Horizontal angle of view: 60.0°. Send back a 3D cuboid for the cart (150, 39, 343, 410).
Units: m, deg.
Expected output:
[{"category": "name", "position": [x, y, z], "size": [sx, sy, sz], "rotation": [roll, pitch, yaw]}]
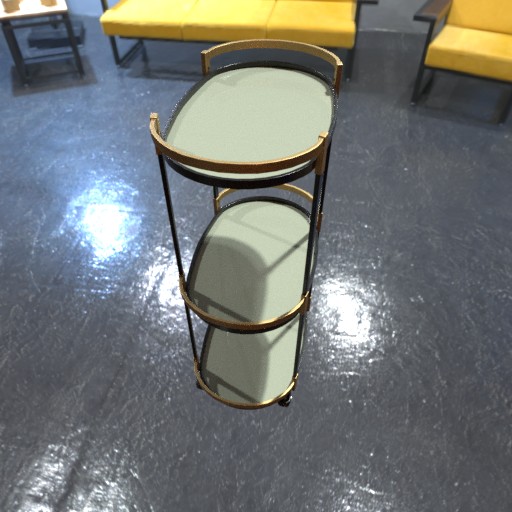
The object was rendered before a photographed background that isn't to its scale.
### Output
[{"category": "cart", "position": [0.000, 0.000, 1.135], "size": [0.311, 0.885, 0.515], "rotation": [9, 45, 9]}]
